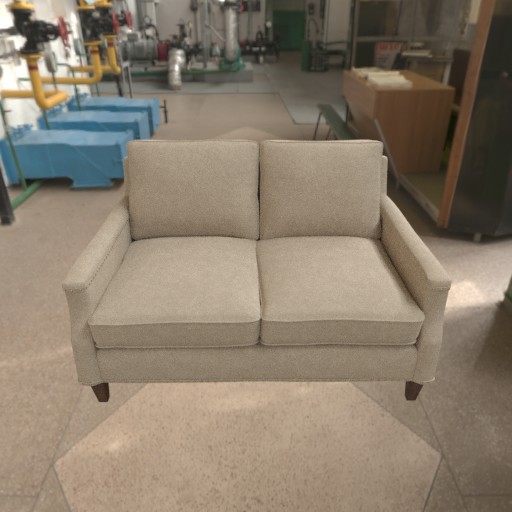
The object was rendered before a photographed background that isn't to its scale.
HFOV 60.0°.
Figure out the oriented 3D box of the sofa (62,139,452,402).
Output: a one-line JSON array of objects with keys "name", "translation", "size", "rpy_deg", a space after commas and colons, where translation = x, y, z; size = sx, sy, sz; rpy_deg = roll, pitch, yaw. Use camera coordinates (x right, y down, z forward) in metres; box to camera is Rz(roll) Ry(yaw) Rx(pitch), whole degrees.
[{"name": "sofa", "translation": [0.000, 0.000, 2.249], "size": [1.597, 1.002, 1.084], "rpy_deg": [0, 30, 0]}]
